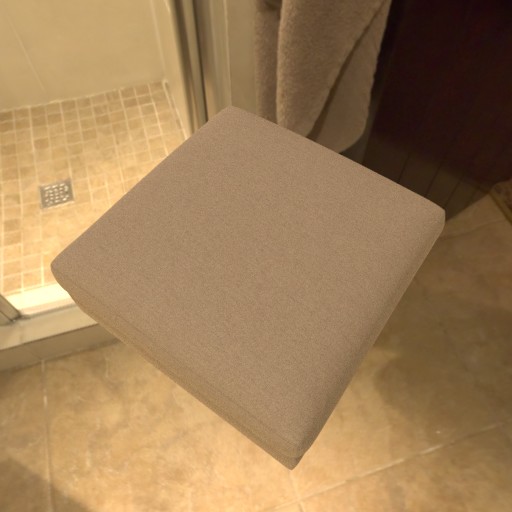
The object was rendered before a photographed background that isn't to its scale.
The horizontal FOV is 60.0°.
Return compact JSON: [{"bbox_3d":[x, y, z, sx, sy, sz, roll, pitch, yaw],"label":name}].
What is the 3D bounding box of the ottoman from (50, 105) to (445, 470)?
[{"bbox_3d":[0.000,0.000,1.662,1.041,0.470,1.041,31,63,18],"label":"ottoman"}]
